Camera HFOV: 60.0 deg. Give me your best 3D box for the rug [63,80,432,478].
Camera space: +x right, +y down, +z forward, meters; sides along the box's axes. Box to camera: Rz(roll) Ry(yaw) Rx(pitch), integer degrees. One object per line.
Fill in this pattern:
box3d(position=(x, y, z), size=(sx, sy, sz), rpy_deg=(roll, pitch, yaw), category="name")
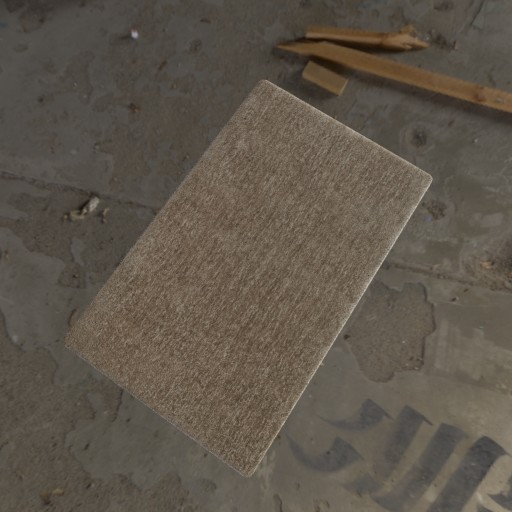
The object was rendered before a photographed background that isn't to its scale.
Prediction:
box3d(position=(0.000, 0.000, 3.141), size=(1.539, 0.024, 2.469), rpy_deg=(33, 78, 8), category="rug")
